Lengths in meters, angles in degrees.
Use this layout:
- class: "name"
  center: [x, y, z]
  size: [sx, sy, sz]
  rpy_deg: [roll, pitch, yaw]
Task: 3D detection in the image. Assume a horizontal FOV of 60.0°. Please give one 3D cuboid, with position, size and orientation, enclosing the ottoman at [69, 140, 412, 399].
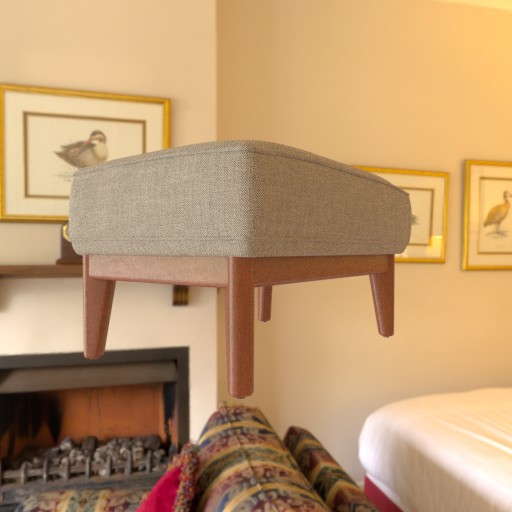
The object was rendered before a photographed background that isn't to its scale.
- class: "ottoman"
  center: [0.000, 0.000, 1.115]
  size: [0.555, 0.458, 0.750]
  rpy_deg: [1, 1, 38]
